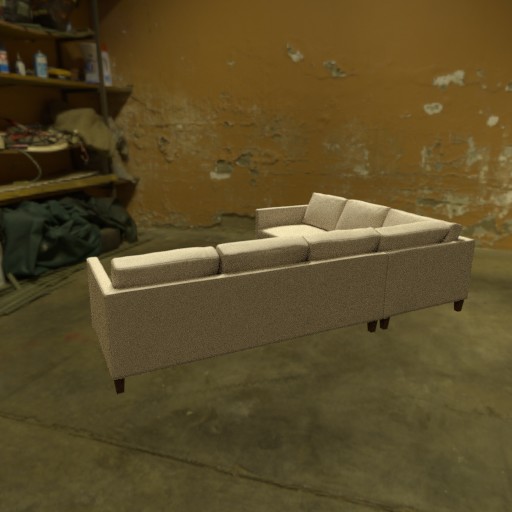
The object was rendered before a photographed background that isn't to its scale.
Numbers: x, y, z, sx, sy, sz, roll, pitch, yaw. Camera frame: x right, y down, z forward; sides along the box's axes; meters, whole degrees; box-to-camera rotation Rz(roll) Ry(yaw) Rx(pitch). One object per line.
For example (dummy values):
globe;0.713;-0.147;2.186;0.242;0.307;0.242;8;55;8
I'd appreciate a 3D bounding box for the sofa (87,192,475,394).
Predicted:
sofa;0.000;0.000;4.354;3.182;0.863;2.432;-7;17;-25
